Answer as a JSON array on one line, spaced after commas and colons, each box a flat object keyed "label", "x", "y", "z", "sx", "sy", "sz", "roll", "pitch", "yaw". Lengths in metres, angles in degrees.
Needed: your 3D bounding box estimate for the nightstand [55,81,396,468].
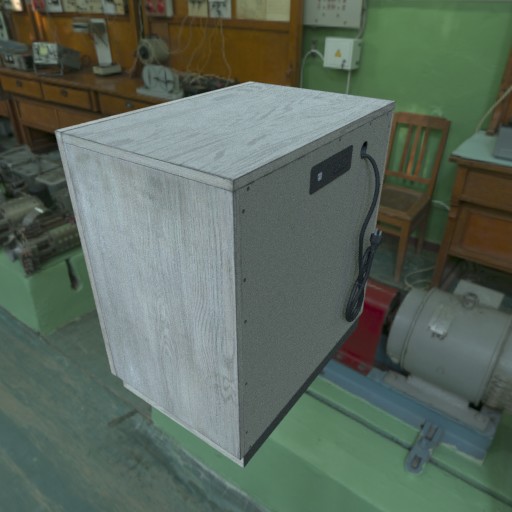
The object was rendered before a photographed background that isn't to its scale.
[{"label": "nightstand", "x": 0.000, "y": 0.000, "z": 1.085, "sx": 0.483, "sy": 0.673, "sz": 0.612, "roll": 21, "pitch": 37, "yaw": 30}]
